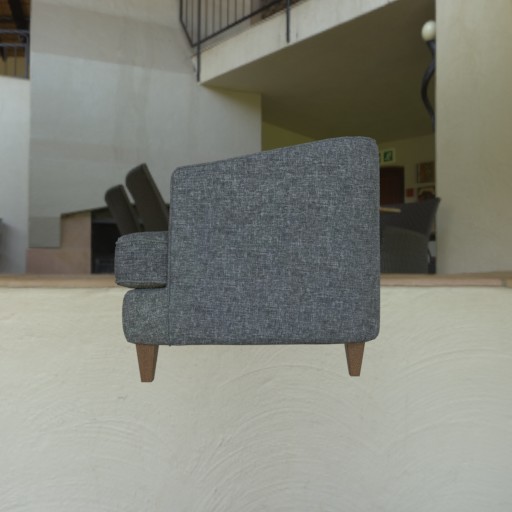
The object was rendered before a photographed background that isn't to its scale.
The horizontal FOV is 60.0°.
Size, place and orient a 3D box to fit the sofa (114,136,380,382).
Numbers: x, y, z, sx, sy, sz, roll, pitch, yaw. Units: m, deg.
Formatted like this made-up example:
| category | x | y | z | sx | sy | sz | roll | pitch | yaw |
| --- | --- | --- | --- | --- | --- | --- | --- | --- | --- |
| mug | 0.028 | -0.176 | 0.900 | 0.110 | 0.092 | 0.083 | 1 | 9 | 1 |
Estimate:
| category | x | y | z | sx | sy | sz | roll | pitch | yaw |
| --- | --- | --- | --- | --- | --- | --- | --- | --- | --- |
| sofa | 0.000 | 0.000 | 2.270 | 0.941 | 0.855 | 1.733 | 0 | -1 | 1 |
